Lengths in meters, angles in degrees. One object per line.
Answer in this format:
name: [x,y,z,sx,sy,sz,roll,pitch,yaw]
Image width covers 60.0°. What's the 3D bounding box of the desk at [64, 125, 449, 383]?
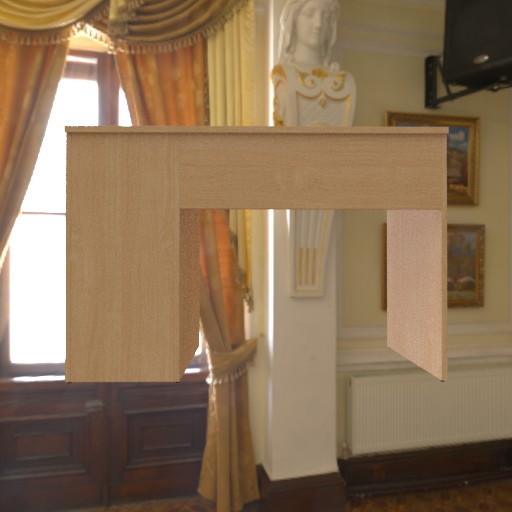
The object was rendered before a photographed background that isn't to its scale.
desk: [0.000,0.000,1.539,1.097,0.735,0.560,0,0,-1]
